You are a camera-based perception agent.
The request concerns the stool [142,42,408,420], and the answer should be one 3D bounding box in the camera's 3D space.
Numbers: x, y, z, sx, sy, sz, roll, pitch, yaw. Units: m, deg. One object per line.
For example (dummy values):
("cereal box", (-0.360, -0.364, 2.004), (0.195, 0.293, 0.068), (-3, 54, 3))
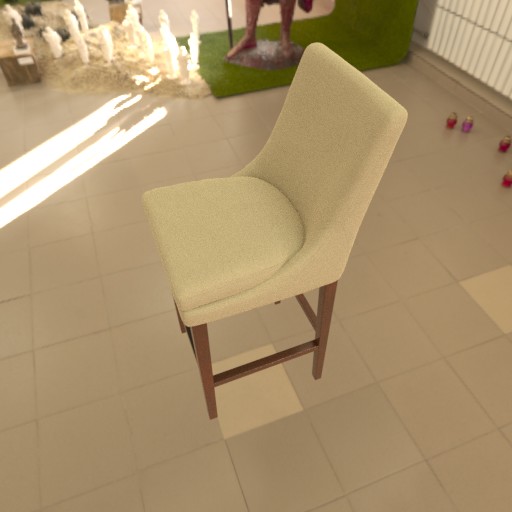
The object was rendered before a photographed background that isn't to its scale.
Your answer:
("stool", (0.000, 0.000, 1.377), (0.577, 1.078, 0.470), (-16, 48, -15))
